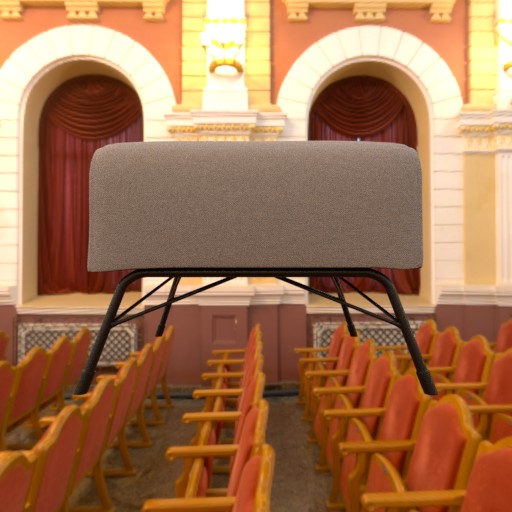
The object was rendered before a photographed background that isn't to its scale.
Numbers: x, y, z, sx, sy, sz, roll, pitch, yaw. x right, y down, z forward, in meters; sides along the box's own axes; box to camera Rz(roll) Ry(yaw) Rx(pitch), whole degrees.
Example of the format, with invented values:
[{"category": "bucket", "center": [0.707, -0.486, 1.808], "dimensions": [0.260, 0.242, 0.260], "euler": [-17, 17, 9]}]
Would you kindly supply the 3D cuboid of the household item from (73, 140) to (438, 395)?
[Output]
[{"category": "household item", "center": [0.000, 0.000, 0.905], "dimensions": [0.530, 0.410, 0.530], "euler": [0, -1, 0]}]
